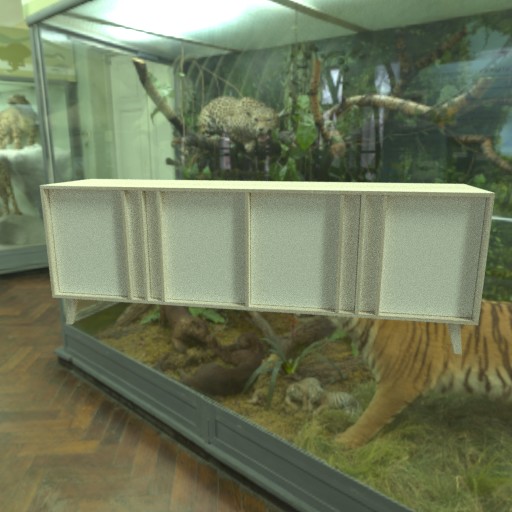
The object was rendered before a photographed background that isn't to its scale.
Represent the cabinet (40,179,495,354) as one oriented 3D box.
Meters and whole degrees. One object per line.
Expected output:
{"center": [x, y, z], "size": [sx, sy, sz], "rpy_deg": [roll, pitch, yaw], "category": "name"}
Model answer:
{"center": [0.000, 0.000, 2.447], "size": [2.200, 0.780, 0.500], "rpy_deg": [2, 14, 10], "category": "cabinet"}
